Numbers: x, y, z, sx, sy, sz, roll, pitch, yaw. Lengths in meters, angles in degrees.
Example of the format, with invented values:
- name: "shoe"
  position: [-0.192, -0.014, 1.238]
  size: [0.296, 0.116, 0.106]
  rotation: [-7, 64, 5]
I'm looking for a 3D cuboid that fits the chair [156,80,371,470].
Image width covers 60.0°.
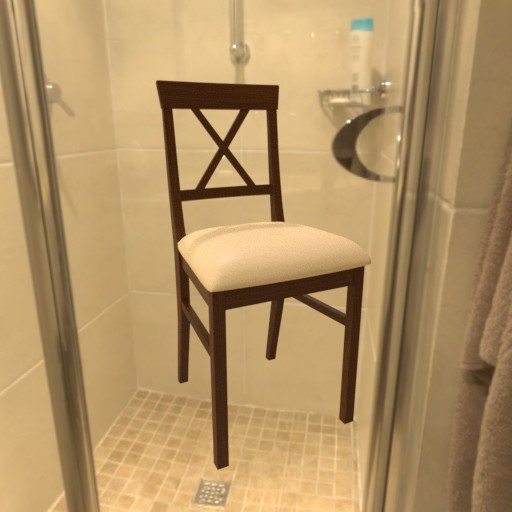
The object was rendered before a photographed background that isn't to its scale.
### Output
- name: "chair"
  position: [0.000, 0.000, 1.209]
  size: [0.440, 0.913, 0.480]
  rotation: [-8, 19, -25]
